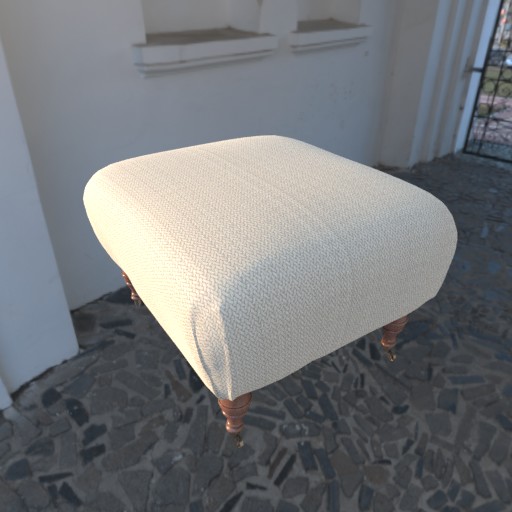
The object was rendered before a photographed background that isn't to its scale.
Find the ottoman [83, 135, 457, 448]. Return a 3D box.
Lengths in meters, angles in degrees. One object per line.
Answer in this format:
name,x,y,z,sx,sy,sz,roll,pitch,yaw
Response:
ottoman,0.000,0.000,1.067,0.622,0.447,0.684,-19,35,-29
